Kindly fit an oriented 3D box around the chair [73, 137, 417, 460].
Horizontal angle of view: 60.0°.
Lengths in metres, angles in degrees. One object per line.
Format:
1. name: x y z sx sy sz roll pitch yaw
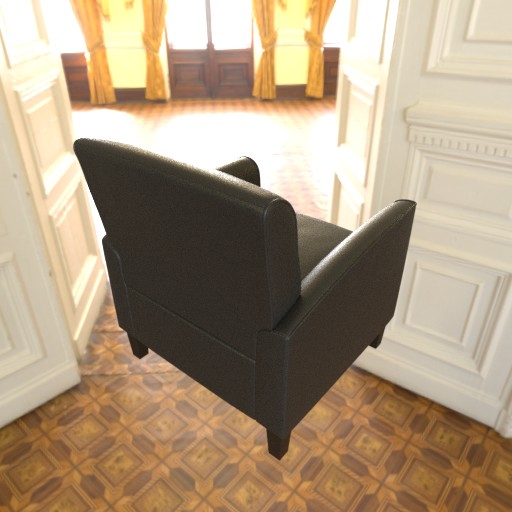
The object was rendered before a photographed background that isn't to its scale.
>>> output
1. chair: 0.000 0.000 1.592 0.820 0.916 0.819 23 38 33
